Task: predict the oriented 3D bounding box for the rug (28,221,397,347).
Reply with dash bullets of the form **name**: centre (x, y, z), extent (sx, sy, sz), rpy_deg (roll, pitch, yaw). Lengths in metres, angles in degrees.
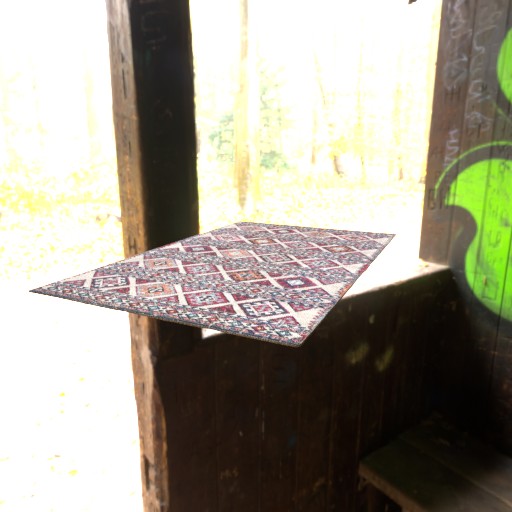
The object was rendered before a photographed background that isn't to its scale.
- **rug**: centre (0.000, 0.000, 3.096), extent (1.545, 0.010, 2.440), rpy_deg (7, 16, 25)
